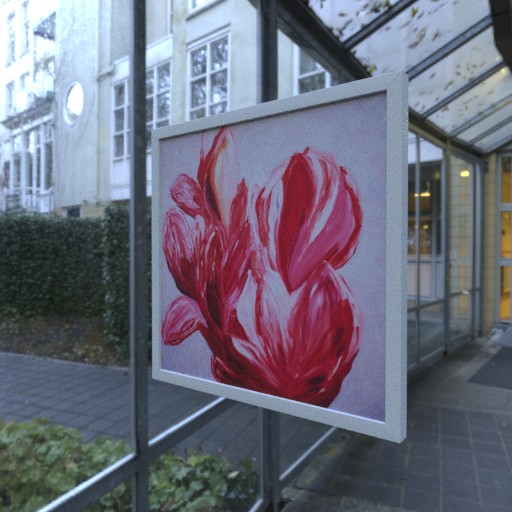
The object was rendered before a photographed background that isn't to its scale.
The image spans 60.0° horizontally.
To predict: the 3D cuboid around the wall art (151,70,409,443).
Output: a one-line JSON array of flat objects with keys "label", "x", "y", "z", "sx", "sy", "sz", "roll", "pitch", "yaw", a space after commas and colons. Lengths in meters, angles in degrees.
[{"label": "wall art", "x": 0.000, "y": 0.000, "z": 0.681, "sx": 0.455, "sy": 0.453, "sz": 0.023, "roll": 1, "pitch": 1, "yaw": 36}]
